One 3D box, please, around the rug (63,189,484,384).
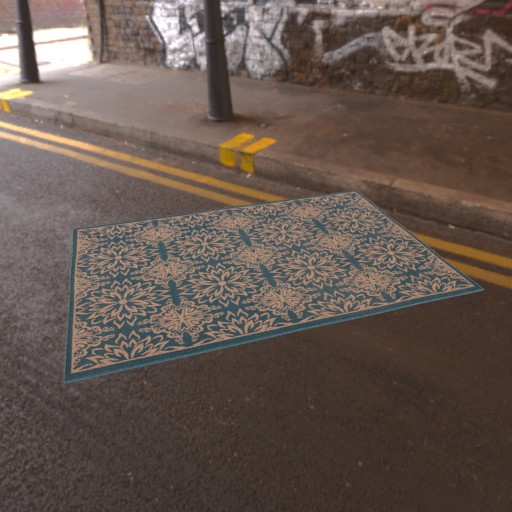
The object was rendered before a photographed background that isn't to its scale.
[{"bbox_3d":[0.000,0.000,2.303,1.833,0.012,1.211,-10,33,-15],"label":"rug"}]
